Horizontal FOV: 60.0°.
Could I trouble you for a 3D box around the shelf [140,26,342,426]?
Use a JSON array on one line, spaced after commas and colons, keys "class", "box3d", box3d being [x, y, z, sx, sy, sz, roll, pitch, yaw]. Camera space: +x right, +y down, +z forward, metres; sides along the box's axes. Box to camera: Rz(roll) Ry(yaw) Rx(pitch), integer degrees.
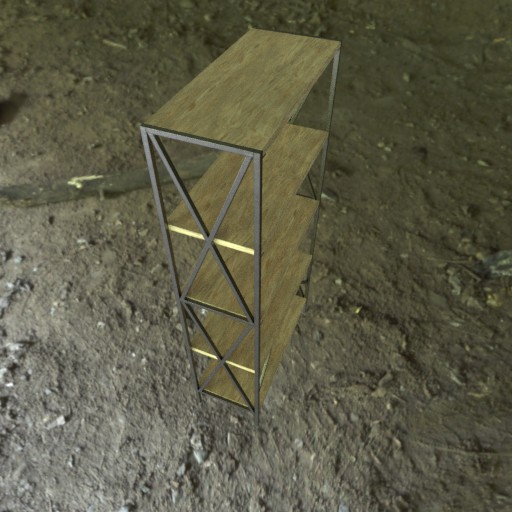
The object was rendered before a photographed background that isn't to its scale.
[{"class": "shelf", "box3d": [0.000, 0.000, 2.192, 0.386, 1.803, 0.874, 17, 49, 15]}]
